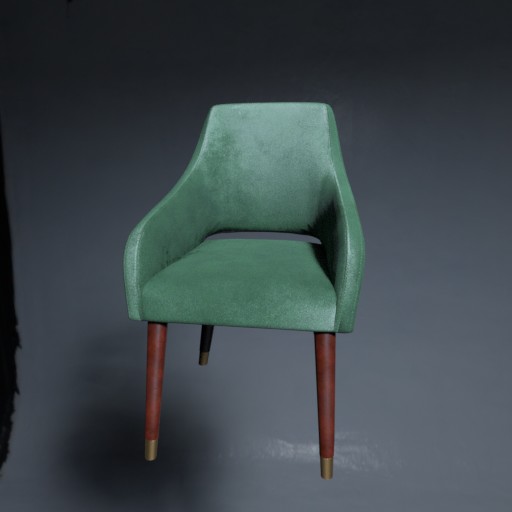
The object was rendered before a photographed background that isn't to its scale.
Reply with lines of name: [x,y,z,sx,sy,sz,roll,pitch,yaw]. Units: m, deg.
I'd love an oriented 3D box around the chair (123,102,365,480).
chair: [0.000,0.000,1.534,0.683,1.081,0.794,2,14,9]
